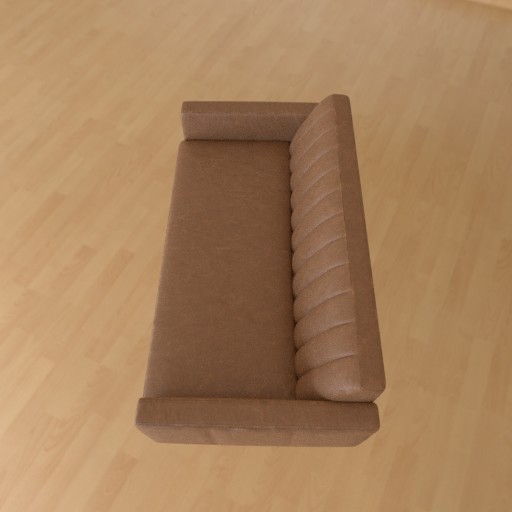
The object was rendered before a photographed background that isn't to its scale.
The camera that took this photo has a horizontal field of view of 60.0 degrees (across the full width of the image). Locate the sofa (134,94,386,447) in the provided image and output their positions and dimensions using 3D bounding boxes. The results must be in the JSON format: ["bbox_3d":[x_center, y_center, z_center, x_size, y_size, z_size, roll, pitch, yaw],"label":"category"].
[{"bbox_3d":[0.000,0.000,2.361,0.993,0.821,1.847,1,60,1],"label":"sofa"}]
